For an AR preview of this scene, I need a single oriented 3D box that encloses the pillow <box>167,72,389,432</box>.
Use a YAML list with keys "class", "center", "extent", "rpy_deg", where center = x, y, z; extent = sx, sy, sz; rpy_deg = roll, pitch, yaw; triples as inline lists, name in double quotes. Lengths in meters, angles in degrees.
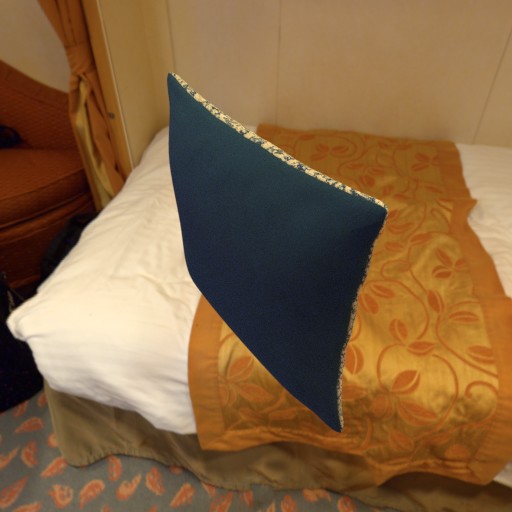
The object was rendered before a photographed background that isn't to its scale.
- class: "pillow"
  center: [0.000, 0.000, 0.806]
  extent: [0.166, 0.510, 0.523]
  rpy_deg: [-25, 47, -26]
